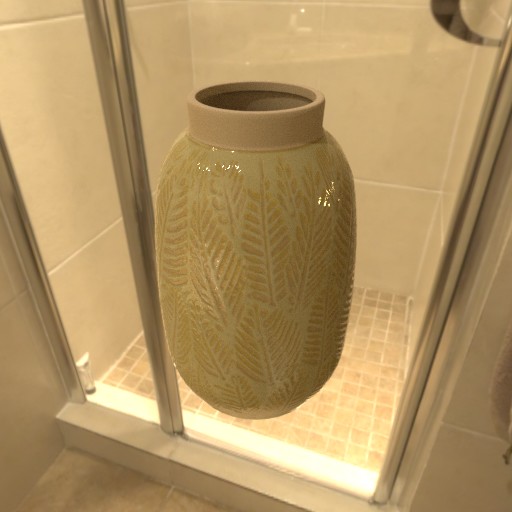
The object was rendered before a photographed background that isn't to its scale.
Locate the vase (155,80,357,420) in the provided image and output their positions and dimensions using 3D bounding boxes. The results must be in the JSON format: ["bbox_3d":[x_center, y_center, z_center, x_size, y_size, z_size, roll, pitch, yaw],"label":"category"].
[{"bbox_3d":[0.000,0.000,0.384,0.172,0.270,0.172,0,33,0],"label":"vase"}]
